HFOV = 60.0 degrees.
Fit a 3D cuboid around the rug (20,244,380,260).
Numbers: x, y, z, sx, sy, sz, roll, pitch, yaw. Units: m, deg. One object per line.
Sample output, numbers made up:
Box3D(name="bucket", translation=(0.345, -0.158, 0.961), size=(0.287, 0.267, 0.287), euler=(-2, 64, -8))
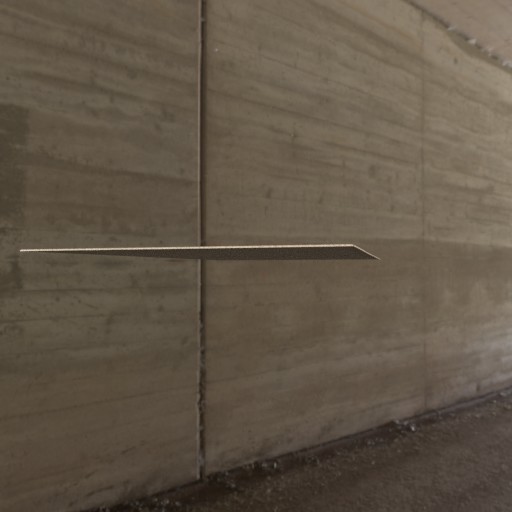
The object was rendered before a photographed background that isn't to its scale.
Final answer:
Box3D(name="rug", translation=(0.000, 0.000, 2.989), size=(1.524, 0.008, 2.440), euler=(-1, -2, 18))
